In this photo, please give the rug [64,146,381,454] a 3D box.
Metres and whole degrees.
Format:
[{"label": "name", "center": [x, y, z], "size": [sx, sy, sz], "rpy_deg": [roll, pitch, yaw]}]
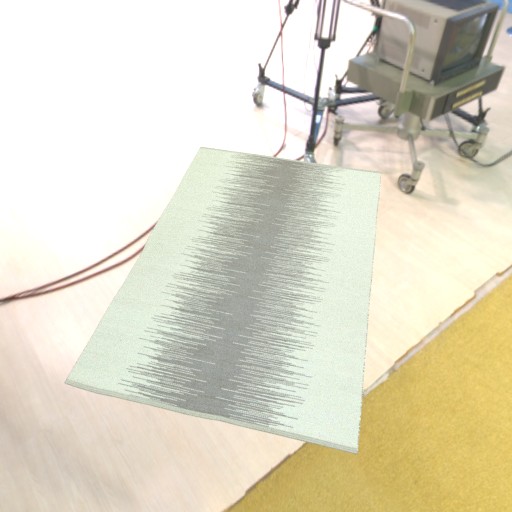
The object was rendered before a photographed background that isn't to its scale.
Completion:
[{"label": "rug", "center": [0.000, 0.000, 2.360], "size": [1.226, 0.007, 1.815], "rpy_deg": [10, 48, 9]}]
